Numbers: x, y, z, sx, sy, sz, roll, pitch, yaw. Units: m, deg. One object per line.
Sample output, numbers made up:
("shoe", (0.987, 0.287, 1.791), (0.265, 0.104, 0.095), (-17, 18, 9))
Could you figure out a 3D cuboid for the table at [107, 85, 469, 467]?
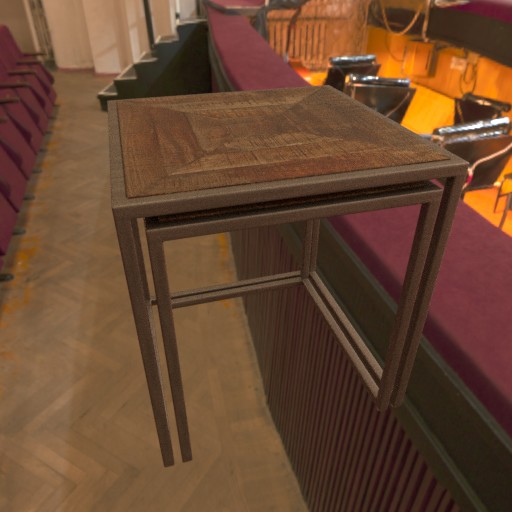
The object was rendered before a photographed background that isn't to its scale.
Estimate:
("table", (0.000, 0.000, 0.839), (0.450, 0.500, 0.449), (-9, 35, -13))
